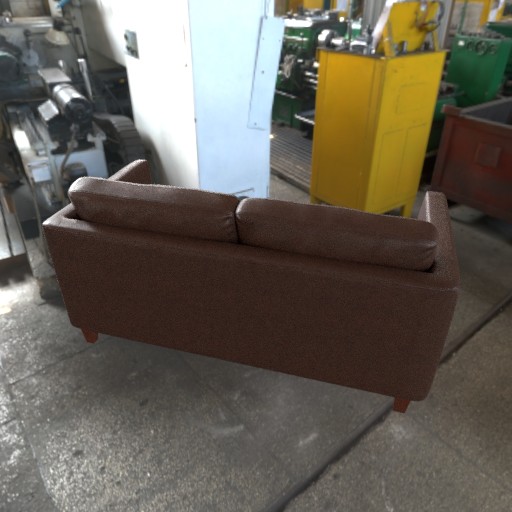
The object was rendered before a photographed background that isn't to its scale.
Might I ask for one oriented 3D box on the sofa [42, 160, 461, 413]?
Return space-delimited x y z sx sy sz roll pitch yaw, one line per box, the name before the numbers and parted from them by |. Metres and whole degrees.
sofa | 0.000 0.000 2.399 1.883 0.933 0.951 9 33 14
